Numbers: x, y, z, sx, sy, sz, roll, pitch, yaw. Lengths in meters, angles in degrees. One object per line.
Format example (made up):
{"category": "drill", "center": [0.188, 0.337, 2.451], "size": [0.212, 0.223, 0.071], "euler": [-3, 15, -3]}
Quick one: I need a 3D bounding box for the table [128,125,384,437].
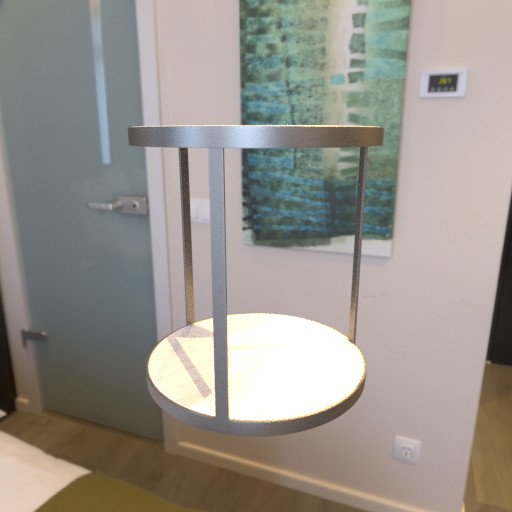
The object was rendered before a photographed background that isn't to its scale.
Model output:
{"category": "table", "center": [0.000, 0.000, 0.861], "size": [0.445, 0.479, 0.445], "euler": [0, 15, 0]}
